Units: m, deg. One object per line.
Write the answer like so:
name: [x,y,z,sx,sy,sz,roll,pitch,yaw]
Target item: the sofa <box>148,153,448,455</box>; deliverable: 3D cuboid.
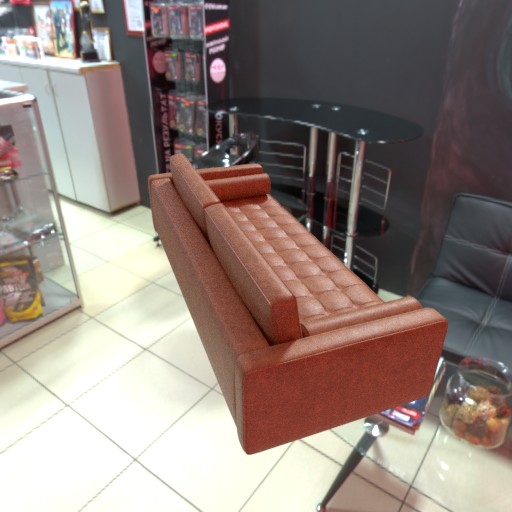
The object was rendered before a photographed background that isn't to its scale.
sofa: [0.000,0.000,2.640,0.919,0.770,2.200,-11,31,-18]
